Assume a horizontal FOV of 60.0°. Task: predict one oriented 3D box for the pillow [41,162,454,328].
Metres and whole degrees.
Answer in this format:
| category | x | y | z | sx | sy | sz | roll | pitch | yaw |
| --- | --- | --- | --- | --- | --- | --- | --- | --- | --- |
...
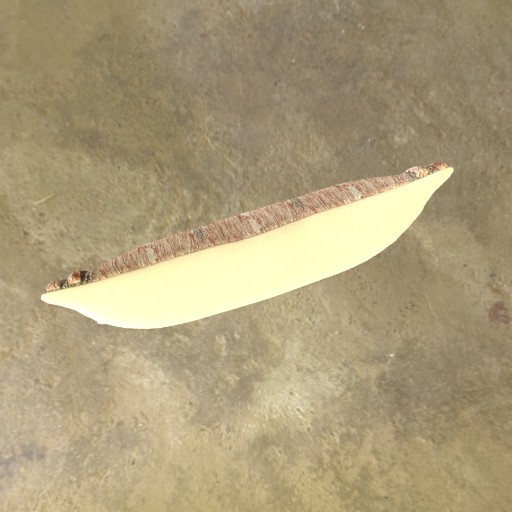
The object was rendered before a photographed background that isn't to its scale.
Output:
| category | x | y | z | sx | sy | sz | roll | pitch | yaw |
| --- | --- | --- | --- | --- | --- | --- | --- | --- | --- |
| pillow | 0.000 | 0.000 | 0.747 | 0.635 | 0.282 | 0.139 | -18 | 76 | -5 |
